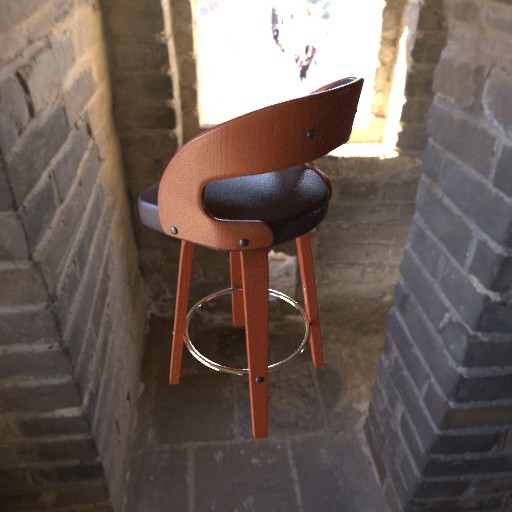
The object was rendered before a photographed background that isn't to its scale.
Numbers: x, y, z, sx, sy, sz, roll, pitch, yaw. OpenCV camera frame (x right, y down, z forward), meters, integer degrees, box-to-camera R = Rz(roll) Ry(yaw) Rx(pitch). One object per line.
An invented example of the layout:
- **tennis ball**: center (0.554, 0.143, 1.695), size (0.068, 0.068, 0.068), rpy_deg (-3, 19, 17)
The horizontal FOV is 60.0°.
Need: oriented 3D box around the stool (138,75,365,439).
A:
- **stool**: center (0.000, 0.000, 1.194), size (0.457, 0.940, 0.457), rpy_deg (22, 39, 30)
